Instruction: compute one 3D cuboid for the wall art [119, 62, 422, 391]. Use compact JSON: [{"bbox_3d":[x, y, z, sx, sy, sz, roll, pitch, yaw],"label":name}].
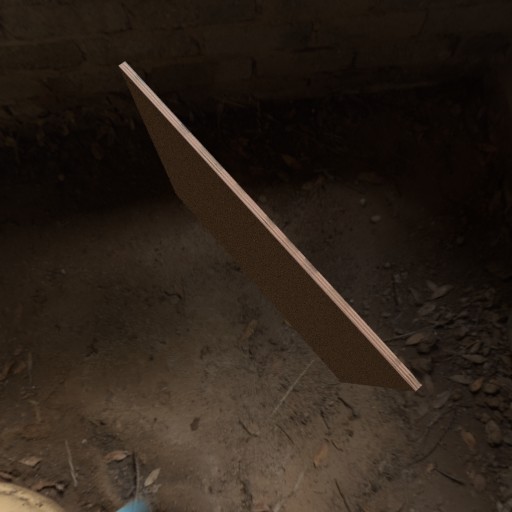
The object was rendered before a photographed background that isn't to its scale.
[{"bbox_3d":[0.000,0.000,0.696,0.010,0.408,0.508,-40,79,-9],"label":"wall art"}]
